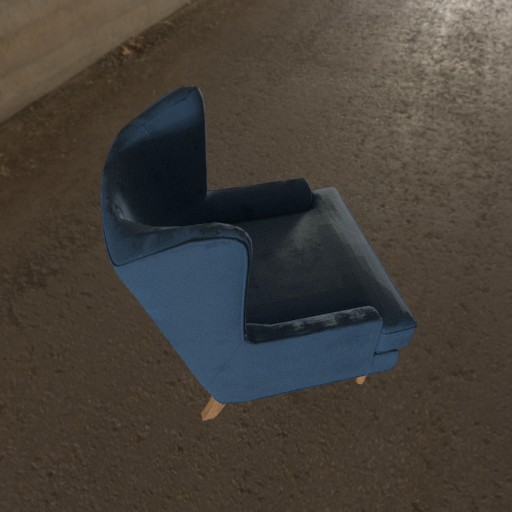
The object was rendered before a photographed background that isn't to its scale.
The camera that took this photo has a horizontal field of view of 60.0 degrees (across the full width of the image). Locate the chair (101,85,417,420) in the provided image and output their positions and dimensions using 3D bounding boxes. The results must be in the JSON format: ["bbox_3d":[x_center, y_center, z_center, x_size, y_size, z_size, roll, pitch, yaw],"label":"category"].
[{"bbox_3d":[0.000,0.000,1.584,0.910,0.952,0.793,-10,46,-9],"label":"chair"}]
